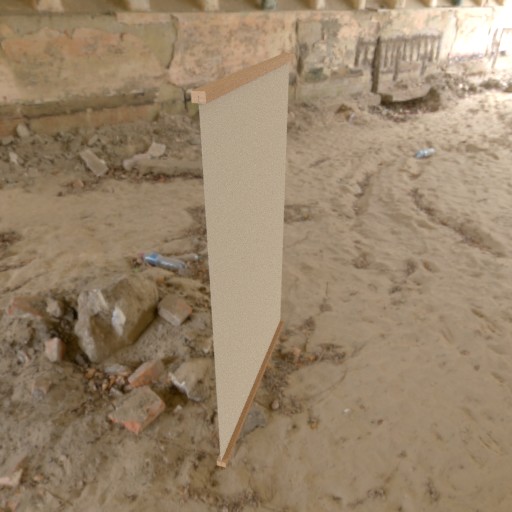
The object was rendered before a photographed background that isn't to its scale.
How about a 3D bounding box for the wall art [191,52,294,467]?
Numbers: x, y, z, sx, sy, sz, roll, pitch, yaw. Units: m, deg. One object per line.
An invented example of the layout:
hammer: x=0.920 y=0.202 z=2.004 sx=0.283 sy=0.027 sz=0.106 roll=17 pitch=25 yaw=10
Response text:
wall art: x=0.000 y=0.000 z=1.910 sx=0.040 sy=1.510 sz=0.991 roll=9 pitch=31 yaw=15
